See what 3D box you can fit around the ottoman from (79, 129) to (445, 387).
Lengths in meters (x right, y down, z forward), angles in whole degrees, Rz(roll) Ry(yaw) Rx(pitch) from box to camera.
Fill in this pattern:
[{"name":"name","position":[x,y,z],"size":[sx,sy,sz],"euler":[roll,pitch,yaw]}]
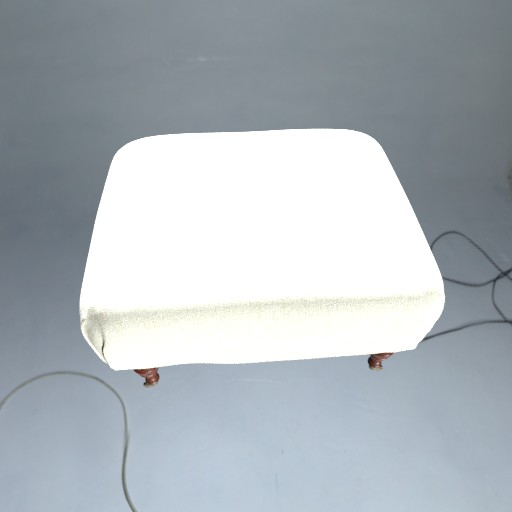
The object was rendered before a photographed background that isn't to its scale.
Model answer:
[{"name":"ottoman","position":[0.000,0.000,1.140],"size":[0.747,0.450,0.622],"euler":[-3,48,-3]}]
